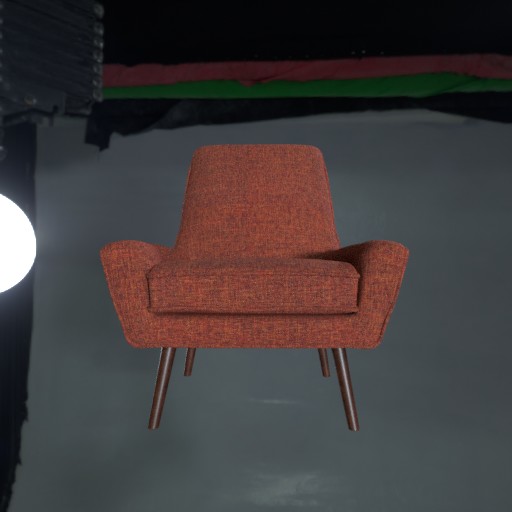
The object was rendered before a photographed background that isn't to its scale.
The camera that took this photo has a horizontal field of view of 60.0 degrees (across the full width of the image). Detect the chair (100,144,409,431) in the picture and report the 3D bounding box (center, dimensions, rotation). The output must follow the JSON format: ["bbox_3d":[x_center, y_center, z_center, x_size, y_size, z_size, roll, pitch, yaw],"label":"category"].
[{"bbox_3d":[0.000,0.000,1.502,0.803,0.911,0.784,0,0,1],"label":"chair"}]
